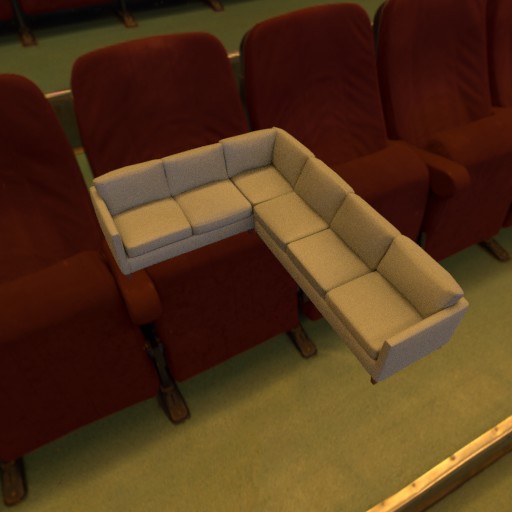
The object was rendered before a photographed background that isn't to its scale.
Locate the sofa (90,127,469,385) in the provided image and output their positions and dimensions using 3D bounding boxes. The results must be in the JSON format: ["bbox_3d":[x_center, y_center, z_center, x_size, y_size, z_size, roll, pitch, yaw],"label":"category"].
[{"bbox_3d":[0.000,0.000,4.621,2.592,0.947,3.301,-21,50,-19],"label":"sofa"}]
